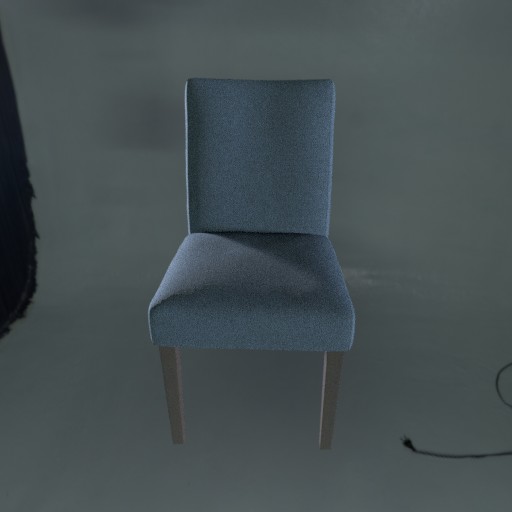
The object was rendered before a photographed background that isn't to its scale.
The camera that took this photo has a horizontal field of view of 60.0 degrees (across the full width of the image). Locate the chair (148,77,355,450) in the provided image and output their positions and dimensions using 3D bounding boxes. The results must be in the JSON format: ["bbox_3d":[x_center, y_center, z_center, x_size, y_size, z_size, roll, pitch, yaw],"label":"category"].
[{"bbox_3d":[0.000,0.000,1.270,0.487,0.882,0.629,1,30,2],"label":"chair"}]
